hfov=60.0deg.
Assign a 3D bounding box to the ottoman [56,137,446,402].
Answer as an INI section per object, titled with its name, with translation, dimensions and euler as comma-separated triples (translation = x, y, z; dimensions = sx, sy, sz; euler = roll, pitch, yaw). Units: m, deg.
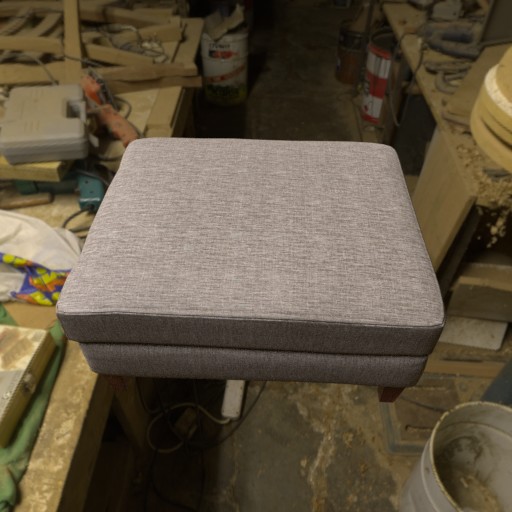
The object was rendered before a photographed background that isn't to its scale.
[ottoman]
translation = 0.000, 0.000, 1.503
dimensions = 0.994, 0.492, 0.839
euler = 2, 46, 2
